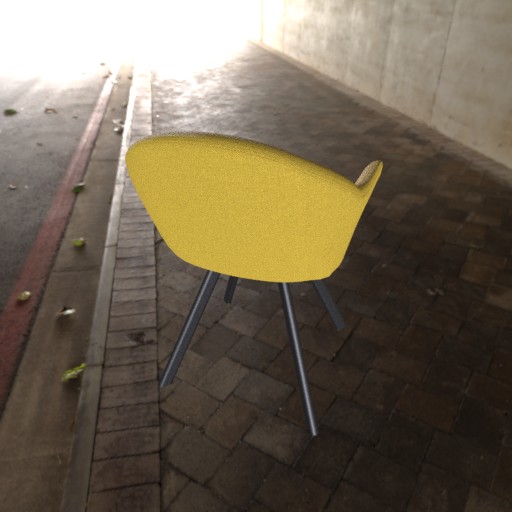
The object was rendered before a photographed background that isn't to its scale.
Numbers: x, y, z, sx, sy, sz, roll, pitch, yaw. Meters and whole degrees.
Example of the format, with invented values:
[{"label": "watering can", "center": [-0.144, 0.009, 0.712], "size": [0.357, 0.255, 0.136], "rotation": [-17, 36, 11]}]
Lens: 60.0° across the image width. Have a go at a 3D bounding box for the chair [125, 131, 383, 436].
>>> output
[{"label": "chair", "center": [0.000, 0.000, 1.166], "size": [0.545, 0.775, 0.565], "rotation": [11, 33, 18]}]
